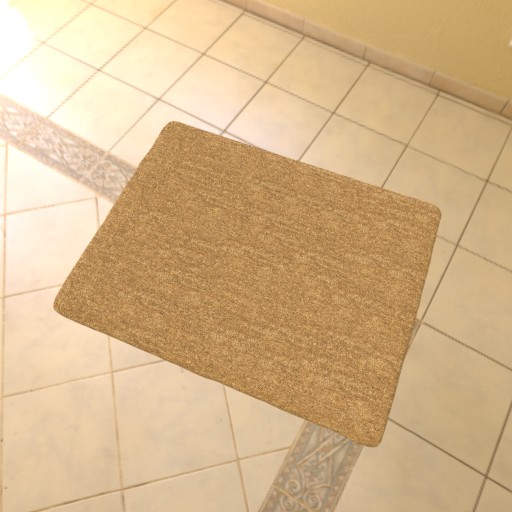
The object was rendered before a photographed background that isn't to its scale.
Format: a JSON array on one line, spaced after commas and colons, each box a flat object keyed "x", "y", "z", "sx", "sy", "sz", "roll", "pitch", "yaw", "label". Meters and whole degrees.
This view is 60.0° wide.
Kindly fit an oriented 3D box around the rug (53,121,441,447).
[{"x": 0.000, "y": 0.000, "z": 3.882, "sx": 2.873, "sy": 0.050, "sz": 2.242, "roll": 20, "pitch": 66, "yaw": 9, "label": "rug"}]
